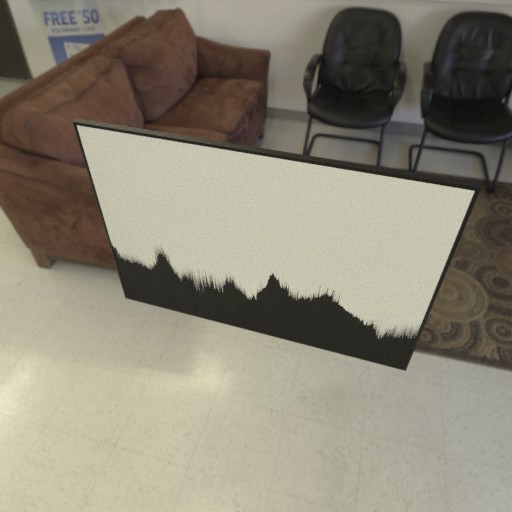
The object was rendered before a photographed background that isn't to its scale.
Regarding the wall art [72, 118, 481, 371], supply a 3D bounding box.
[{"bbox_3d":[0.000,0.000,1.230,0.957,0.660,0.019,12,44,13],"label":"wall art"}]
